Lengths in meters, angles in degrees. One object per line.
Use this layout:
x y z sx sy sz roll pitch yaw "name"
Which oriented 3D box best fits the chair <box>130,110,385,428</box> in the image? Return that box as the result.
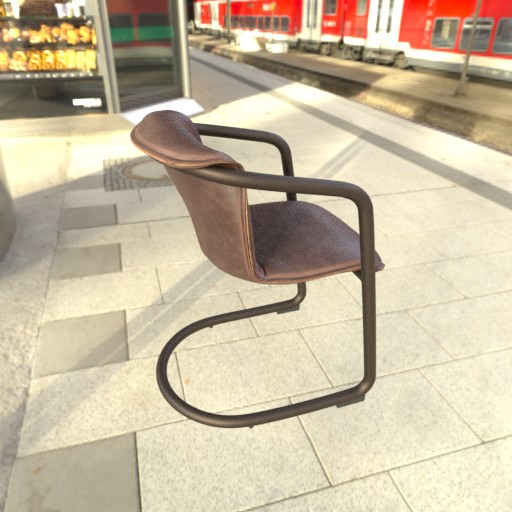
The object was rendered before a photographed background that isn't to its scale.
0.000 0.000 1.309 0.664 0.836 0.536 -9 30 -16 "chair"
